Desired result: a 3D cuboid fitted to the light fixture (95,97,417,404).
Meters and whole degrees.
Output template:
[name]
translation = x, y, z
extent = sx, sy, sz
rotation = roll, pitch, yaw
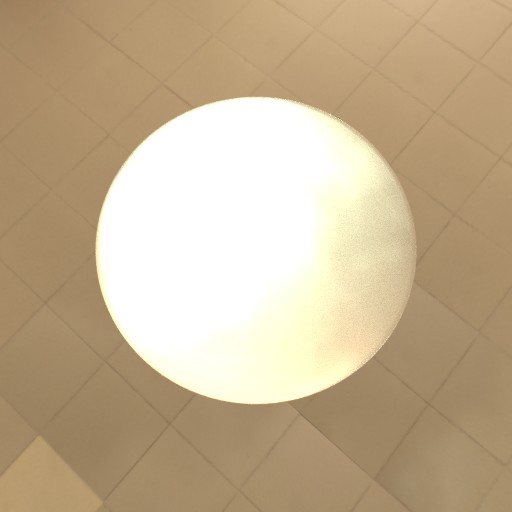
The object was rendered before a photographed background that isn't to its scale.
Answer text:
[light fixture]
translation = 0.000, 0.000, 0.452
extent = 0.280, 0.135, 0.280
rotation = 0, 75, 0
